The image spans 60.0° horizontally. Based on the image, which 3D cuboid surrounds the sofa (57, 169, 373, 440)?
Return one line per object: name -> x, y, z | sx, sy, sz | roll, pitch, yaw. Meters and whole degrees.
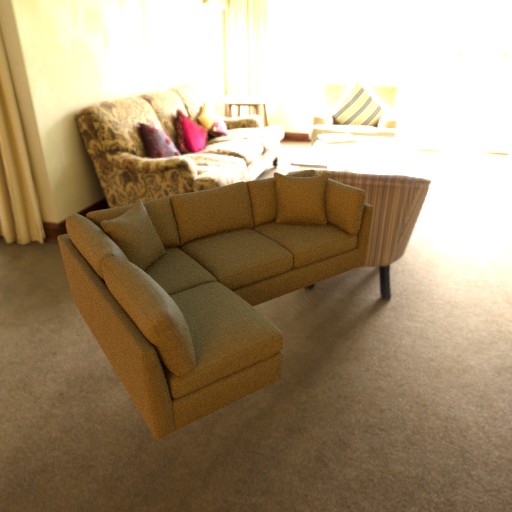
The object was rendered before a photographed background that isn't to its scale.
sofa -> 0.000, 0.000, 3.985 | 2.896, 0.978, 1.994 | -17, 31, -31
